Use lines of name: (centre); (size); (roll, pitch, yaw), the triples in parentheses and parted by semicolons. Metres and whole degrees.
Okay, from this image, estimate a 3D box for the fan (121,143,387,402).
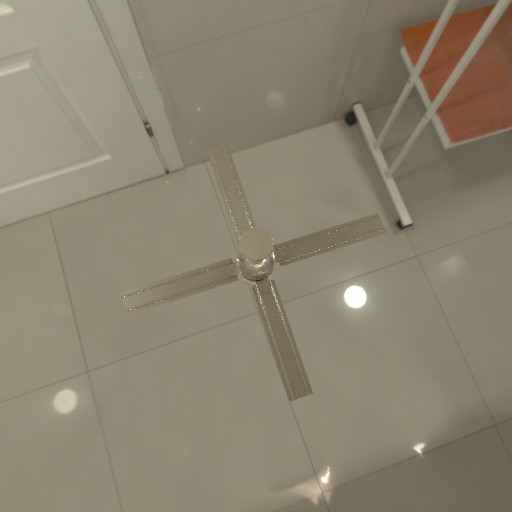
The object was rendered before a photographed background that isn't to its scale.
fan: (0.000, 0.000, 2.074); (1.346, 0.406, 1.346); (-19, 76, -5)
